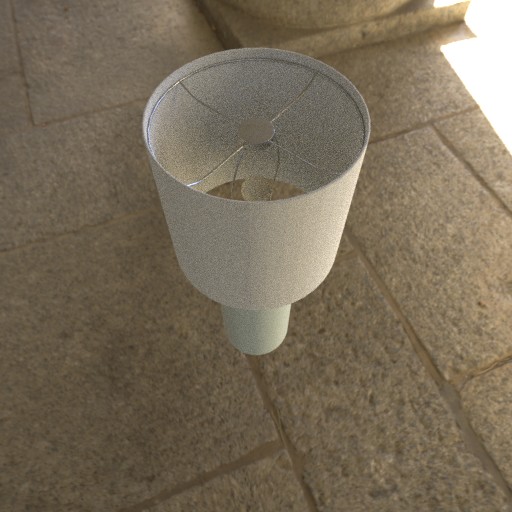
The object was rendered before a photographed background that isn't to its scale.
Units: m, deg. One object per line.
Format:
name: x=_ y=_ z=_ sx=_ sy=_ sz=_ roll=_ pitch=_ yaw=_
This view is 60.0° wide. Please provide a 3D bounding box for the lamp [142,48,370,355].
lamp: x=0.000 y=0.000 z=0.621 sx=0.212 sy=0.493 sz=0.212 roll=35 pitch=64 yaw=20
